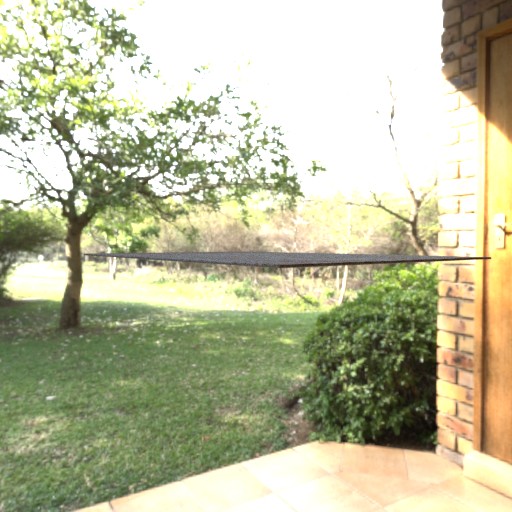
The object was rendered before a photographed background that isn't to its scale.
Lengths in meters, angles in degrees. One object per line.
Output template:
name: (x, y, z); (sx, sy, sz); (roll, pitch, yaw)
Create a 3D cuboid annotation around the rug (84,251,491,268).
rug: (0.000, 0.000, 2.308); (1.219, 0.011, 1.829); (-1, 2, -37)
